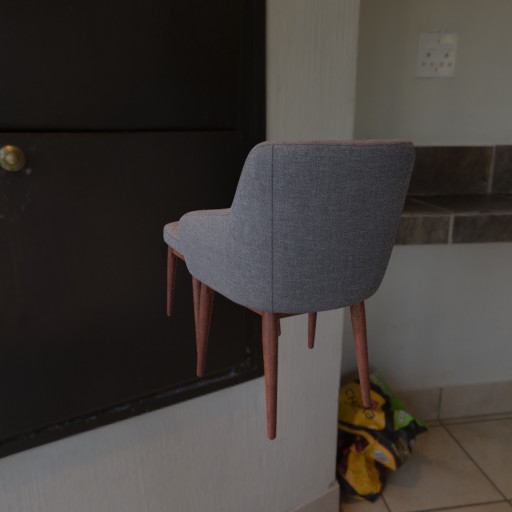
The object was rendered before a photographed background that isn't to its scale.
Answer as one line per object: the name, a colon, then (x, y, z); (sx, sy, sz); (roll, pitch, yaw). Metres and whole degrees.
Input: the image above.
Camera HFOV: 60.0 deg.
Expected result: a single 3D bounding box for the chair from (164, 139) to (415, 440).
chair: (0.000, 0.000, 1.559); (0.584, 0.799, 1.107); (-8, 17, -26)
